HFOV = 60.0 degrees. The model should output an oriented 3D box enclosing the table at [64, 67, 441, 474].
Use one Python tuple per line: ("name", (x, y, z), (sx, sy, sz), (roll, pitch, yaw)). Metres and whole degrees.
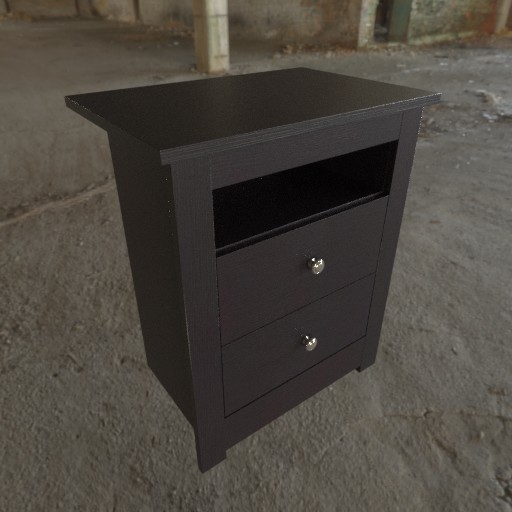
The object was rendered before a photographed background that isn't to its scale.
("table", (0.000, 0.000, 1.020), (0.589, 0.711, 0.408), (-21, 37, -30))
